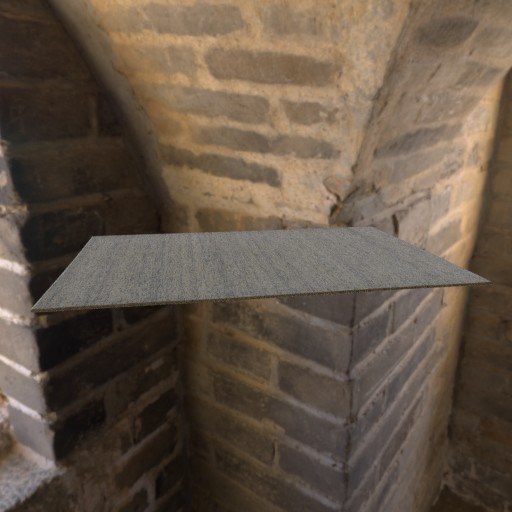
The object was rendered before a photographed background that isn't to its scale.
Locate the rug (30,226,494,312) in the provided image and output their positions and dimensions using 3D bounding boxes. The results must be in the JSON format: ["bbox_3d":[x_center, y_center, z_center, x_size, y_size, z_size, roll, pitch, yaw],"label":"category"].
[{"bbox_3d":[0.000,0.000,2.838,2.263,0.017,1.523,-3,15,-9],"label":"rug"}]
